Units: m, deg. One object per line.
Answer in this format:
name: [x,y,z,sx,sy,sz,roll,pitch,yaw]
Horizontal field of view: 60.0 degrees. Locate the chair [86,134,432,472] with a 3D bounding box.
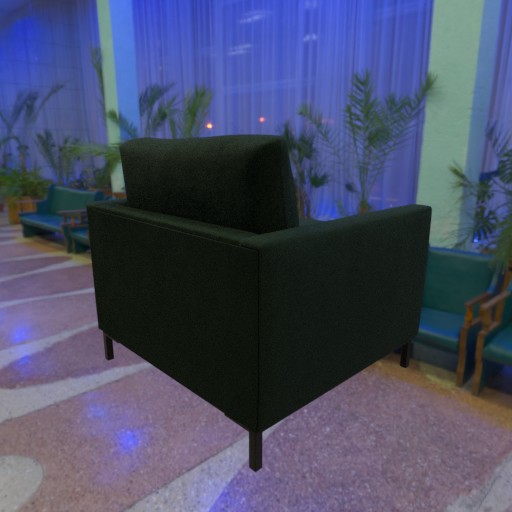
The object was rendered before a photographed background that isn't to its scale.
chair: [0.000,0.000,1.644,0.866,0.861,0.963,-14,20,-42]
